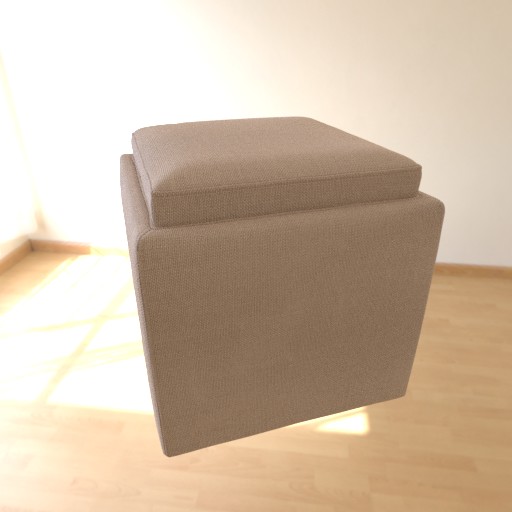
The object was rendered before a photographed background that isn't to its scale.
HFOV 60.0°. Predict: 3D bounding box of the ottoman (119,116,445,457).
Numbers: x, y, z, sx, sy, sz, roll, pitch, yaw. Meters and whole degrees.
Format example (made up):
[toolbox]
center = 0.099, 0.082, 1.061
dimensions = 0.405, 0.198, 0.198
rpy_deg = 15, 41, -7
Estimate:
[ottoman]
center = 0.000, 0.000, 0.827
dimensions = 0.451, 0.460, 0.450
rpy_deg = -8, 28, -16
